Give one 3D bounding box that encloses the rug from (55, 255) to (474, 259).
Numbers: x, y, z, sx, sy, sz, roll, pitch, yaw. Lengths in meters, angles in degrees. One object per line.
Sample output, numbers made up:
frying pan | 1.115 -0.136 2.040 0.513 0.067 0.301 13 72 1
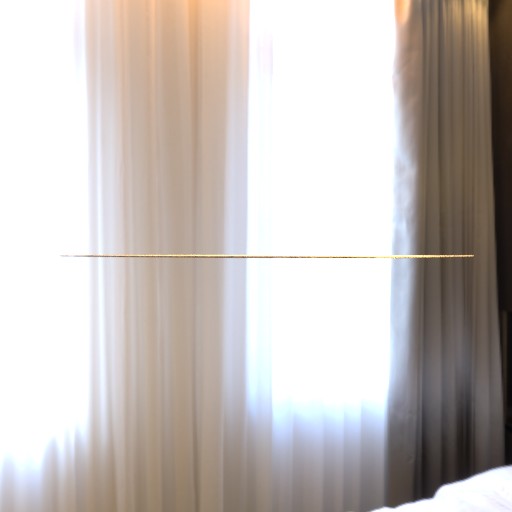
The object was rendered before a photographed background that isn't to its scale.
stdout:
rug | 0.000 0.000 4.239 3.422 0.015 2.143 0 0 37
